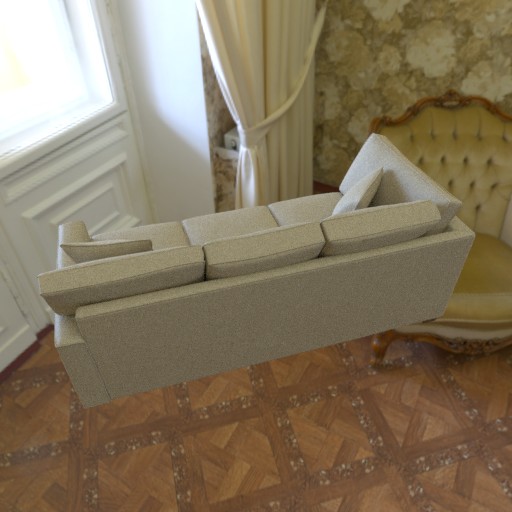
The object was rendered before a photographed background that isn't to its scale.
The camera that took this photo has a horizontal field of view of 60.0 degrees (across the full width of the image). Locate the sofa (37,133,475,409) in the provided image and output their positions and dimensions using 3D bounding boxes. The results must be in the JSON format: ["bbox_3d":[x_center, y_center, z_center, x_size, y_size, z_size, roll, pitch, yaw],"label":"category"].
[{"bbox_3d":[0.000,0.000,2.815,2.323,0.948,1.053,-11,42,-13],"label":"sofa"}]
